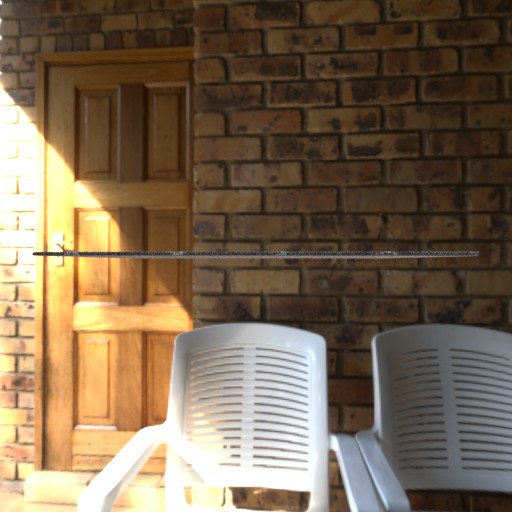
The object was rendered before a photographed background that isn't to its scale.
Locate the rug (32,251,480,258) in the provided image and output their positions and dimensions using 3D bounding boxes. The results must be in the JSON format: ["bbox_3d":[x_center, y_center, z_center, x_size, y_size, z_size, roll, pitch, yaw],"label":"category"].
[{"bbox_3d":[0.000,0.000,4.203,3.047,0.029,2.438,0,-1,0],"label":"rug"}]
